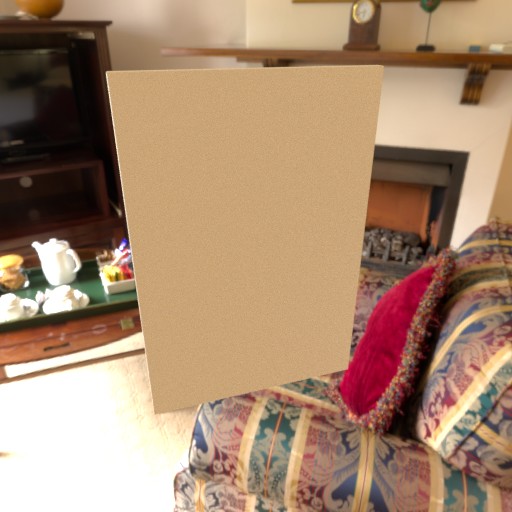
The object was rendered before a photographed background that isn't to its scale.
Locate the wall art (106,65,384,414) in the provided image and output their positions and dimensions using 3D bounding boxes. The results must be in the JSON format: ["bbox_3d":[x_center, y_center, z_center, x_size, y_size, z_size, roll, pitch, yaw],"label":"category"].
[{"bbox_3d":[0.000,0.000,1.512,0.808,1.183,0.038,-8,28,-16],"label":"wall art"}]
